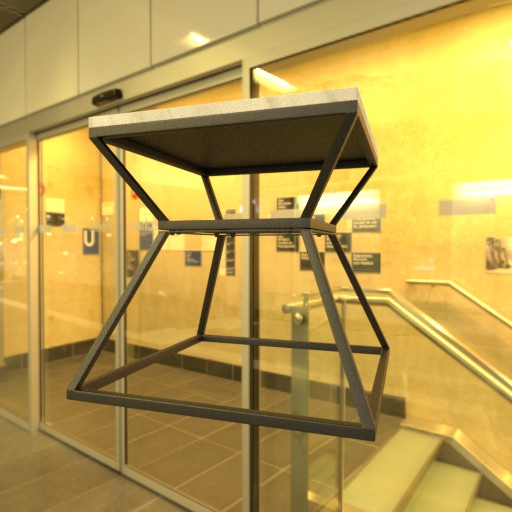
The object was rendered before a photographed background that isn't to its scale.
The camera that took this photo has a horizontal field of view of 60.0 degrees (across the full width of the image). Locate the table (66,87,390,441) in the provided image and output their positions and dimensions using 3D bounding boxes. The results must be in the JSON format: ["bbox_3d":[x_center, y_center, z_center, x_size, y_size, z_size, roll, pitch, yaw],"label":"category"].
[{"bbox_3d":[0.000,0.000,0.810,0.455,0.431,0.455,0,1,19],"label":"table"}]
